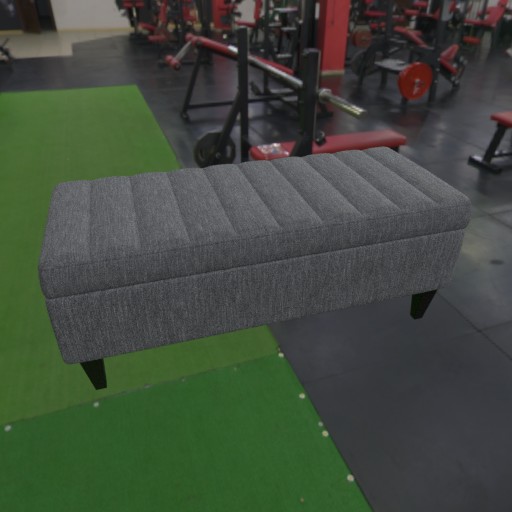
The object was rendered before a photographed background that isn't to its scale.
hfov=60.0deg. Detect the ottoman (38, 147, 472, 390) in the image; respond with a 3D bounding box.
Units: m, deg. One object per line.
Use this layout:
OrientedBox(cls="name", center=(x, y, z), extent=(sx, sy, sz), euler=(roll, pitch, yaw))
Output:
OrientedBox(cls="ottoman", center=(0.000, 0.000, 1.396), extent=(1.151, 0.469, 0.482), euler=(-9, 34, -14))
